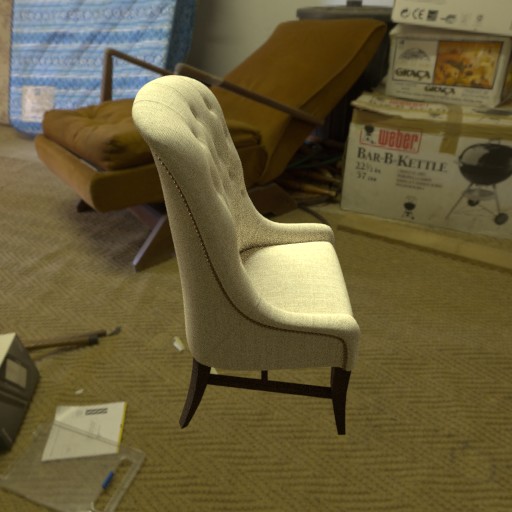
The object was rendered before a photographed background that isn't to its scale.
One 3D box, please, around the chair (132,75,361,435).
[{"bbox_3d":[0.000,0.000,1.474,0.629,1.091,0.634,0,33,0],"label":"chair"}]
